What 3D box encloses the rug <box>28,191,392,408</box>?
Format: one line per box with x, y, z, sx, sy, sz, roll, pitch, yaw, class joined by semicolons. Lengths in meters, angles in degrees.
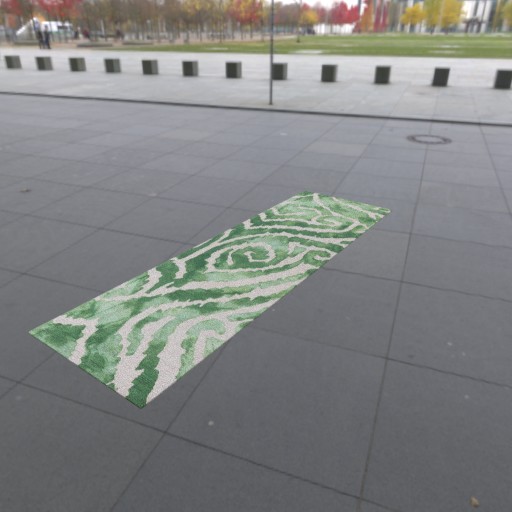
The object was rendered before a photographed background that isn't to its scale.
0.000;0.000;2.672;0.761;0.006;2.438;18;32;32;rug
